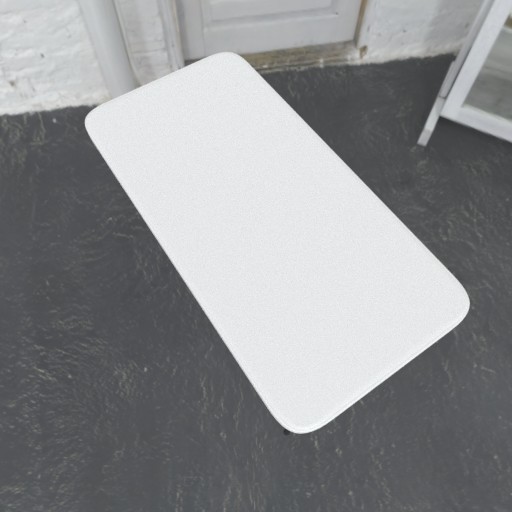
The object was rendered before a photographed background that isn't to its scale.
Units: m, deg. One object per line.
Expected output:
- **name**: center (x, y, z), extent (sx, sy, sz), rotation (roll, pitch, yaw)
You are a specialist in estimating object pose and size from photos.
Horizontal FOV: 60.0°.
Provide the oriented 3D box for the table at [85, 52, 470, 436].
- **table**: center (0.000, 0.000, 1.637), extent (0.610, 0.737, 1.219), rotation (-31, 67, -15)
